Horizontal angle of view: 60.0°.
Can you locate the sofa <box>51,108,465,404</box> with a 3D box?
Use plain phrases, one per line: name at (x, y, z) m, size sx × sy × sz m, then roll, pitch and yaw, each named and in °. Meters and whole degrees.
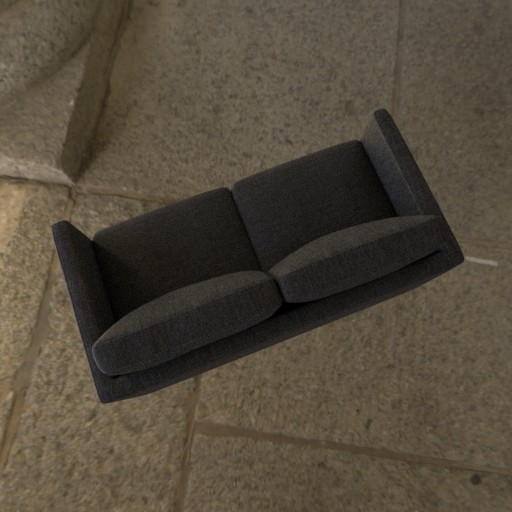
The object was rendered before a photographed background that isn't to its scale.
sofa at (0.000, 0.000, 2.448) m, size 1.884 × 0.963 × 0.950 m, roll -21°, pitch 76°, yaw -5°
